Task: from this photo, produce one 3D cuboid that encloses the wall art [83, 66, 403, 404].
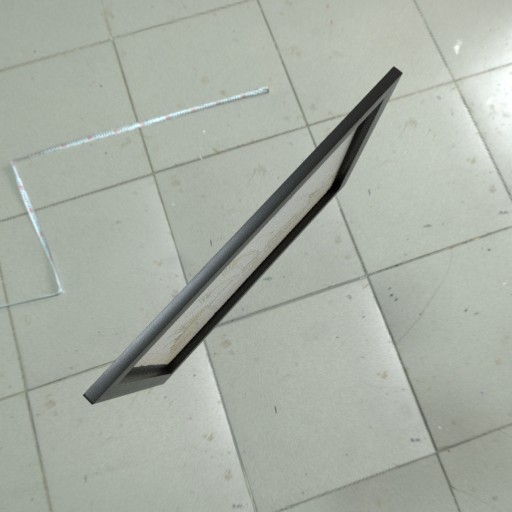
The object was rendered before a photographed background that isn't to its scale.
[{"bbox_3d":[0.000,0.000,0.572,0.013,0.306,0.440,41,80,9],"label":"wall art"}]
